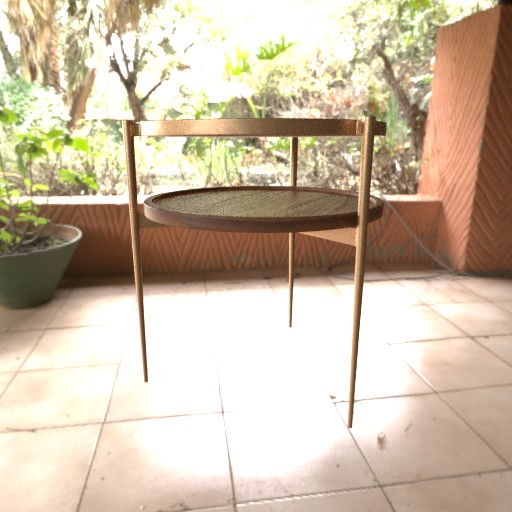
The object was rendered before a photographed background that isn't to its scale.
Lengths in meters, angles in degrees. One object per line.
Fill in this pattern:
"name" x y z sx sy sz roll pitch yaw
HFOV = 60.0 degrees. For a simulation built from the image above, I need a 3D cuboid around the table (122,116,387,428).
"table" 0.000 0.000 0.845 0.456 0.493 0.430 -3 15 -9
